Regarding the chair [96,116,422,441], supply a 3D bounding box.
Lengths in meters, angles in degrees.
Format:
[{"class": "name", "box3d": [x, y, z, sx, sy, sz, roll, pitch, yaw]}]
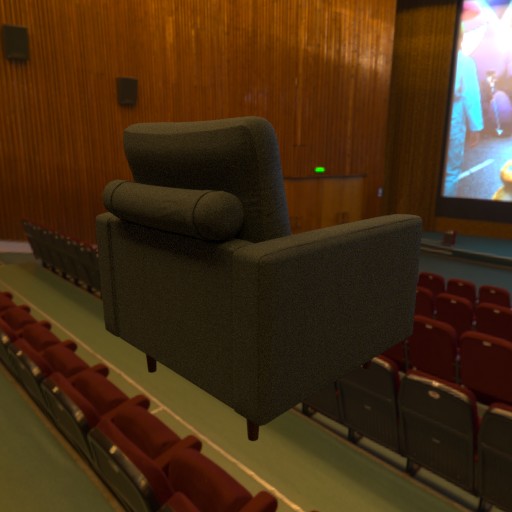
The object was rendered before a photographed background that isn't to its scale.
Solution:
[{"class": "chair", "box3d": [0.000, 0.000, 1.531, 0.843, 0.880, 0.821, -13, 20, -43]}]
